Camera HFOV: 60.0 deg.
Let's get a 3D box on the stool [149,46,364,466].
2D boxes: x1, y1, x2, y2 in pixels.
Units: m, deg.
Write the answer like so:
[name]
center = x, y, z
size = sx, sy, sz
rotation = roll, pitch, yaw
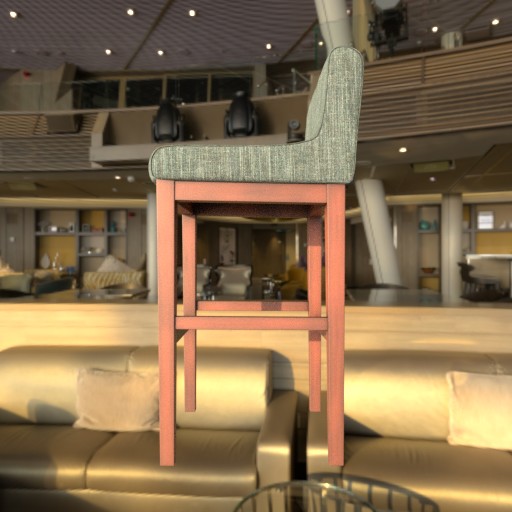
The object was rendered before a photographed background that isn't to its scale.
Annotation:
[stool]
center = 0.000, 0.000, 1.208
size = 0.499, 0.965, 0.426
rotation = 0, 0, 0
